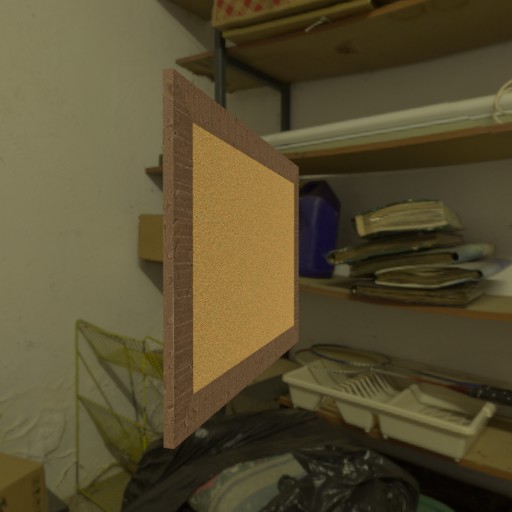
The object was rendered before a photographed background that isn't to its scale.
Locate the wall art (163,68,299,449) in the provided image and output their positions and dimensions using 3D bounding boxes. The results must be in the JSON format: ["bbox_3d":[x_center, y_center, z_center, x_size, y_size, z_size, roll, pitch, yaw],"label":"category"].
[{"bbox_3d":[0.000,0.000,1.166,0.019,0.626,0.917,0,1,18],"label":"wall art"}]
